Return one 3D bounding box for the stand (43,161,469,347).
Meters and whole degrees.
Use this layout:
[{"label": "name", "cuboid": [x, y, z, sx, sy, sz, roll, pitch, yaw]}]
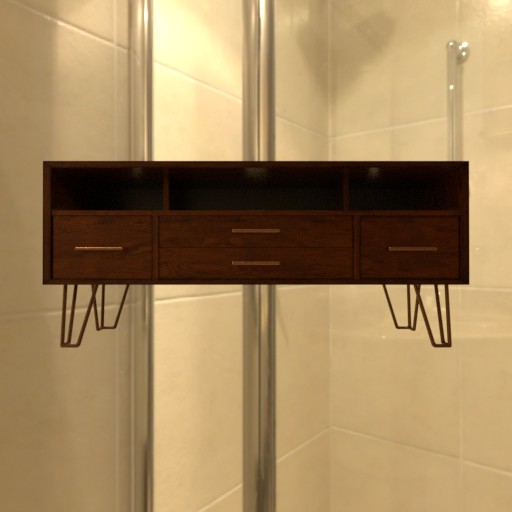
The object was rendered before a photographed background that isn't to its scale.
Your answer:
[{"label": "stand", "cuboid": [0.000, 0.000, 1.656, 1.372, 0.610, 0.481, 0, 0, 0]}]
